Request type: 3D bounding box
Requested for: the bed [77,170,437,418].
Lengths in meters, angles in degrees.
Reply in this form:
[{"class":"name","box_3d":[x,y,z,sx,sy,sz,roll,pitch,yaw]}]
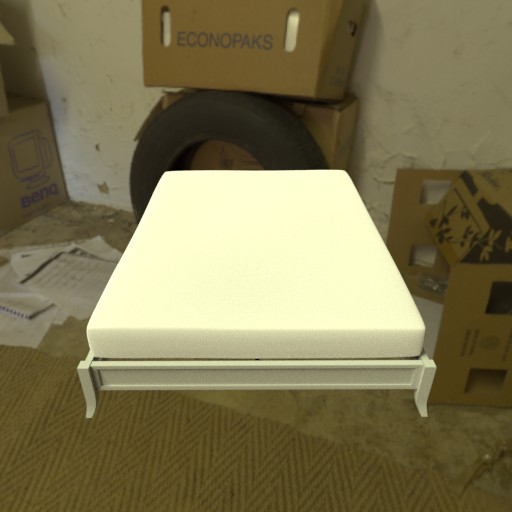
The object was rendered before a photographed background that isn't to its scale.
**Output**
[{"class":"bed","box_3d":[0.000,0.000,2.851,1.604,0.510,2.108,0,31,0]}]
